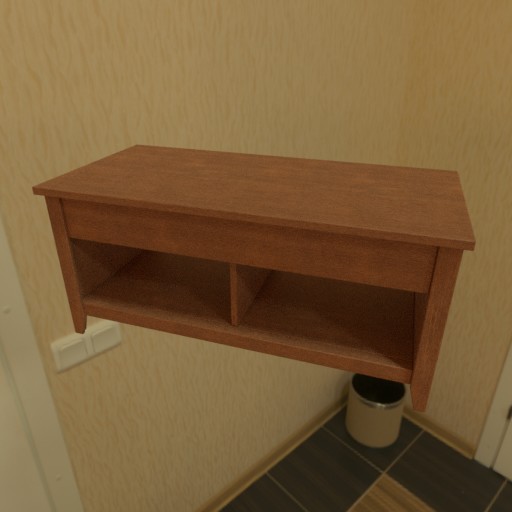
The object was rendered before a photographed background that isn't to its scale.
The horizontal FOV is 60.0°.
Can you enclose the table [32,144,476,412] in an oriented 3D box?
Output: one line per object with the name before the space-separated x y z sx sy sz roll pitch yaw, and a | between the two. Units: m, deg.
table | 0.000 0.000 1.267 1.016 0.457 0.483 9 28 16
